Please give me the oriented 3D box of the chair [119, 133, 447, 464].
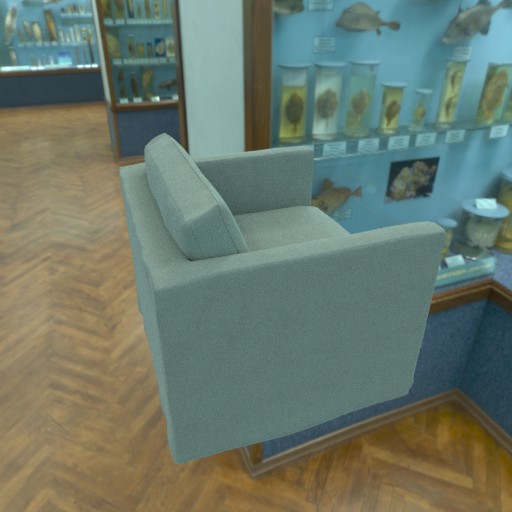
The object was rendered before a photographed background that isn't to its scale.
[{"bbox_3d":[0.000,0.000,1.794,0.949,0.863,1.057,-10,31,-17],"label":"chair"}]
